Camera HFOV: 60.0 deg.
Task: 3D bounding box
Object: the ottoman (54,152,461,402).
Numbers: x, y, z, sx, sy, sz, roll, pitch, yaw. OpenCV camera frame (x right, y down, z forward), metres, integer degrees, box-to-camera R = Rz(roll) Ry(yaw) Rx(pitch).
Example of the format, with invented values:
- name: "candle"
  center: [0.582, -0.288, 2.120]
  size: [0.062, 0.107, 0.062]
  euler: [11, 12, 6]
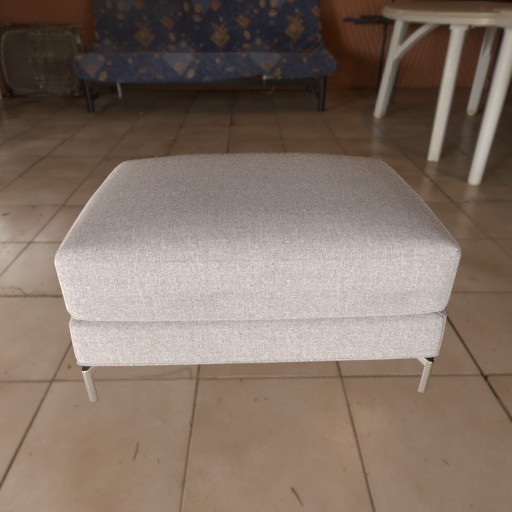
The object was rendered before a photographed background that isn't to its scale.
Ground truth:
- name: "ottoman"
  center: [0.000, 0.000, 1.180]
  size: [0.838, 0.457, 0.584]
  euler: [-1, 30, -2]
